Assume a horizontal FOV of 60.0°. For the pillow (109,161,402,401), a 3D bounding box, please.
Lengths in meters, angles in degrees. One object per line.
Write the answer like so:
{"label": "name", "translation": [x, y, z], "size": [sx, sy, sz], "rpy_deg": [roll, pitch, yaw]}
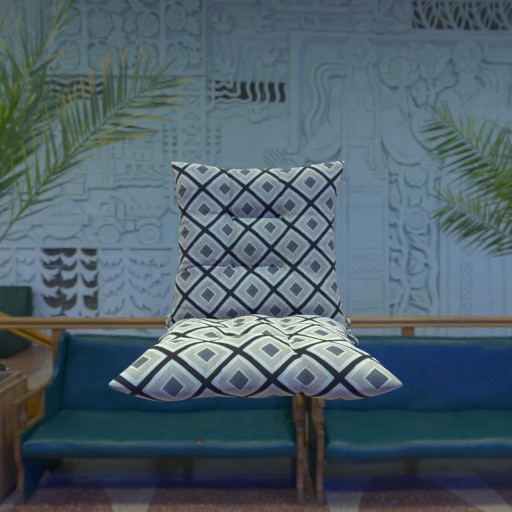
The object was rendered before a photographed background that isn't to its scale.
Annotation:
{"label": "pillow", "translation": [0.000, 0.000, 1.039], "size": [0.541, 0.536, 0.585], "rpy_deg": [0, 1, 1]}
